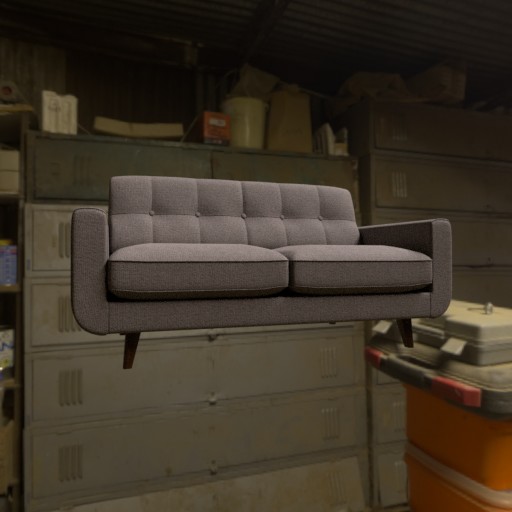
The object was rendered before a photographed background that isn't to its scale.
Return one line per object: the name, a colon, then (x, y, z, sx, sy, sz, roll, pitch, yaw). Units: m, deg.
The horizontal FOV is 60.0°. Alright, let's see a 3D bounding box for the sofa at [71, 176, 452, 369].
sofa: (0.000, 0.000, 2.192, 1.631, 0.841, 0.909, 0, 0, -18)
